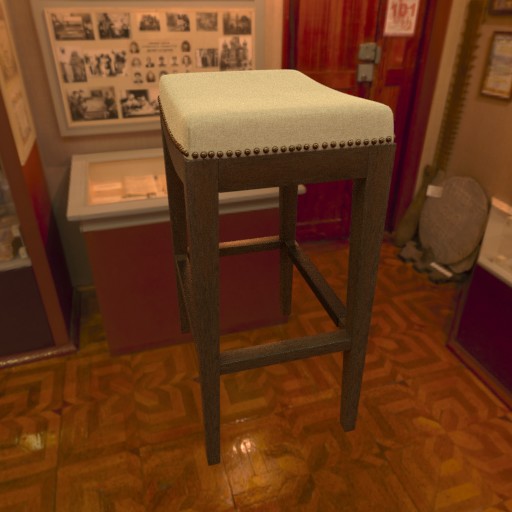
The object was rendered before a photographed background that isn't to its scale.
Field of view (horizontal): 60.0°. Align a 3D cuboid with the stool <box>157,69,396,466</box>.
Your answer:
[{"bbox_3d":[0.000,0.000,1.046,0.358,0.759,0.498,-8,31,-13],"label":"stool"}]
